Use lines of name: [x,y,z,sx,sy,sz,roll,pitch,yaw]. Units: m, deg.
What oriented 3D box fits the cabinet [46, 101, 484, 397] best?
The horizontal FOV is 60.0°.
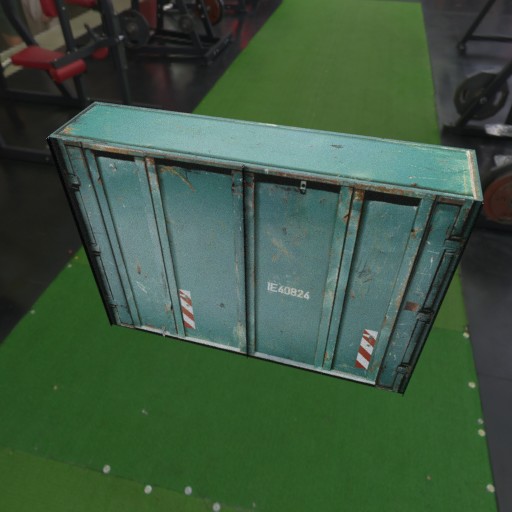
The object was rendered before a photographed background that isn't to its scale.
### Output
cabinet: [0.000,0.000,3.897,3.001,2.160,0.680,11,43,12]
